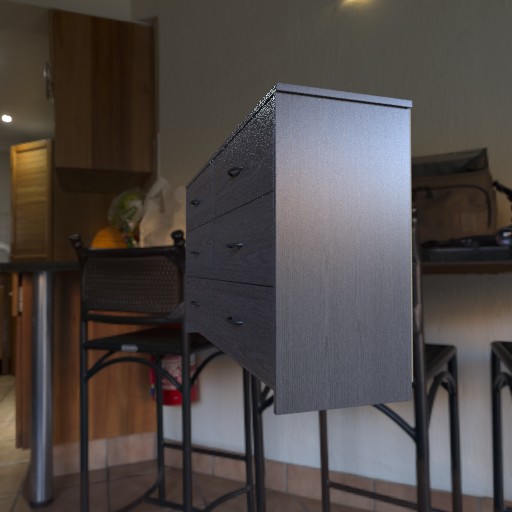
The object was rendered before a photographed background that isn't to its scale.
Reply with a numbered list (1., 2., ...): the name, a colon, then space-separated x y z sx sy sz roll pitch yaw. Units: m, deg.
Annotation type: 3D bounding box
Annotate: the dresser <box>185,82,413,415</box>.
1. dresser: 0.000 0.000 1.697 0.401 0.755 1.360 0 -1 -18
